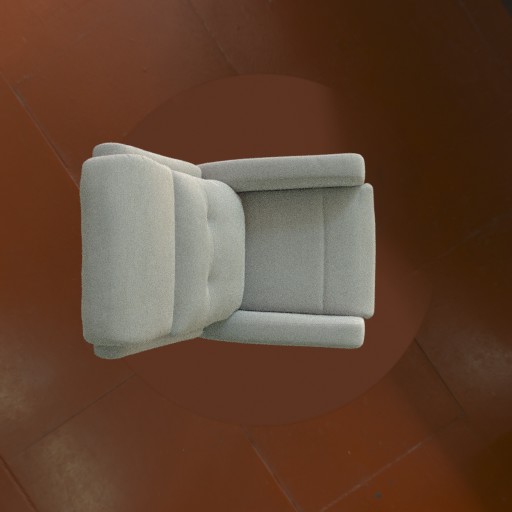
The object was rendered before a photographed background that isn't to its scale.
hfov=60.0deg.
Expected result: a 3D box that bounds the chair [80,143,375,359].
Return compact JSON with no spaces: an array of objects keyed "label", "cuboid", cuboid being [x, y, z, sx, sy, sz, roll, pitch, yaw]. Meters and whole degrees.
[{"label":"chair","cuboid":[0.000,0.000,1.743,1.043,1.013,0.798,0,91,1]}]
